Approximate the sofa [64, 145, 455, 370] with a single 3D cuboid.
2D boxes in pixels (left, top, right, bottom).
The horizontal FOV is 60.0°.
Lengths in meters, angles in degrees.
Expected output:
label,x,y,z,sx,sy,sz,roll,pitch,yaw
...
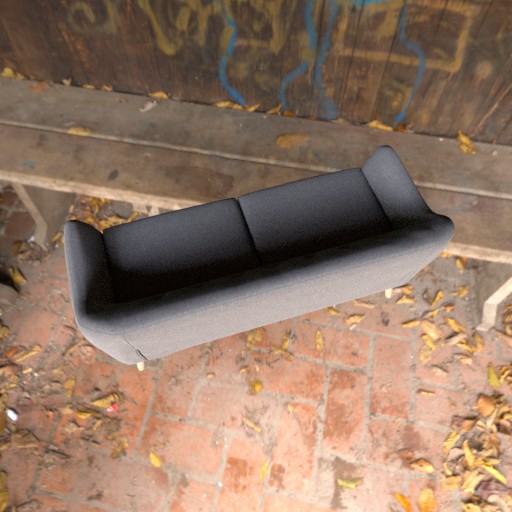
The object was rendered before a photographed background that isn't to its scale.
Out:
label,x,y,z,sx,sy,sz,roll,pitch,yaw
sofa,0.000,0.000,2.338,1.840,0.820,0.820,-15,61,-9
